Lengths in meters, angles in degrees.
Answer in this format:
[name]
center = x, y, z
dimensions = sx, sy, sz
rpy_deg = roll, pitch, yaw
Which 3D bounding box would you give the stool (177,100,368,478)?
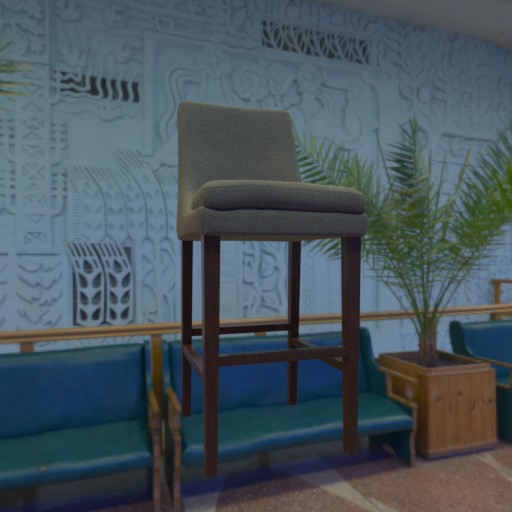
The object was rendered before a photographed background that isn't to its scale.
[stool]
center = 0.000, 0.000, 1.379
dimensions = 0.470, 1.078, 0.577
rpy_deg = 0, 1, -18
